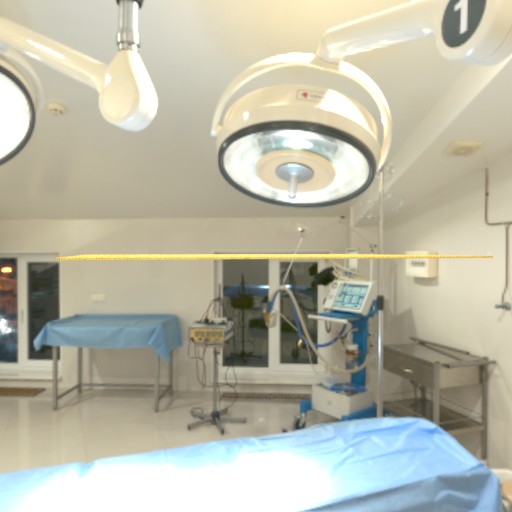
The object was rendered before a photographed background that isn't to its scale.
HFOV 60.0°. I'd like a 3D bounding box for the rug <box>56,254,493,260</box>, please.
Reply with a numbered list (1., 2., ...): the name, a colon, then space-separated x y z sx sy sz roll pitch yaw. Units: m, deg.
1. rug: 0.000 0.000 4.290 3.242 0.015 2.486 0 1 -17
